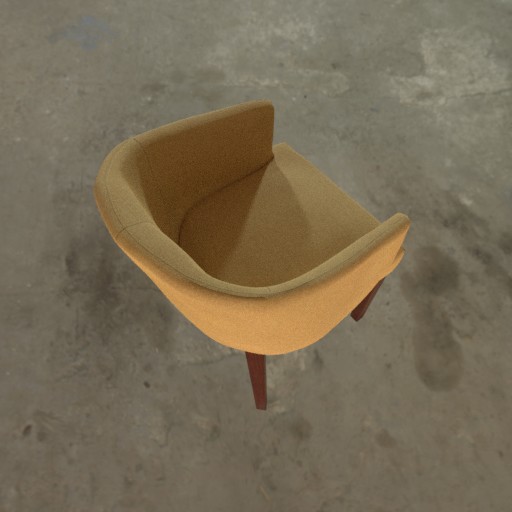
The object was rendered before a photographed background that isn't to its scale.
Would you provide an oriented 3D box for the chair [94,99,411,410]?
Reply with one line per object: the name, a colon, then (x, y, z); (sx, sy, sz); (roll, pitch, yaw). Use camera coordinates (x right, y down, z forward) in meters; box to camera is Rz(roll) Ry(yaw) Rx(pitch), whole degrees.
chair: (0.000, 0.000, 1.243); (0.655, 0.811, 0.583); (-34, 64, -19)
